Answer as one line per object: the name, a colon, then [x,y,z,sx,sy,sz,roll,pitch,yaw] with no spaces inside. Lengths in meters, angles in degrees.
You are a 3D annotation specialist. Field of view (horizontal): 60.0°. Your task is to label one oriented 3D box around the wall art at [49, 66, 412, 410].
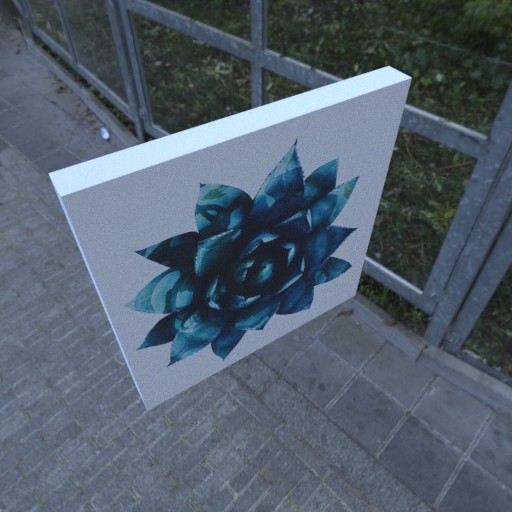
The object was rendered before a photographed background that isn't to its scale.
wall art: [0.000,0.000,0.599,0.406,0.406,0.038,-25,51,-22]
